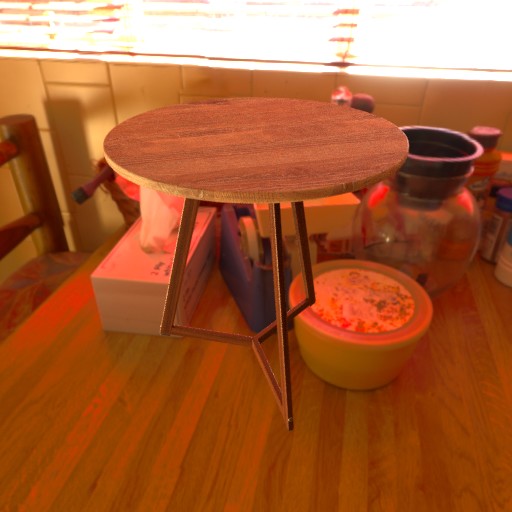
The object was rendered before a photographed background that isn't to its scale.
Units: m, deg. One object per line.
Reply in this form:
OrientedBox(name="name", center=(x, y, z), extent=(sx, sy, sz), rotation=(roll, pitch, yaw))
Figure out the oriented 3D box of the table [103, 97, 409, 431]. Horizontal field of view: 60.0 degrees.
OrientedBox(name="table", center=(0.000, 0.000, 0.885), extent=(0.500, 0.500, 0.500), rotation=(0, 32, 0))
